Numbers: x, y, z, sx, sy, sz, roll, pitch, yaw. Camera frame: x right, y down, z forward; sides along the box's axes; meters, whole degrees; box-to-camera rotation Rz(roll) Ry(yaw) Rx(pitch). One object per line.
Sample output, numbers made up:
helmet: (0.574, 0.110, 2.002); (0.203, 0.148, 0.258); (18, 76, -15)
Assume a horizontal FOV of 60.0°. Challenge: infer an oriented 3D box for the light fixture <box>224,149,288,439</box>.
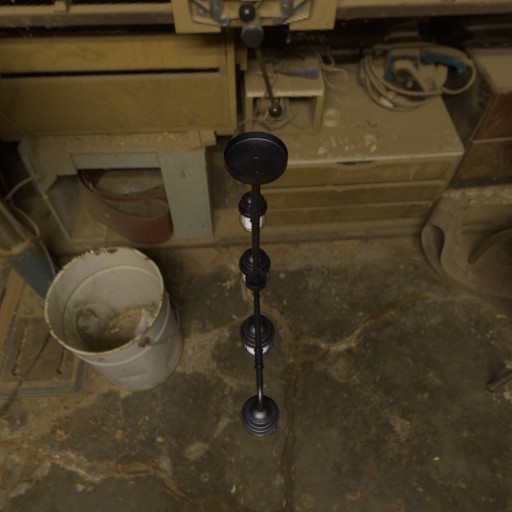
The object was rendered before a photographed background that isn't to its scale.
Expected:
light fixture: (0.000, 0.000, 1.234); (0.131, 0.785, 0.852); (-2, 58, -1)
